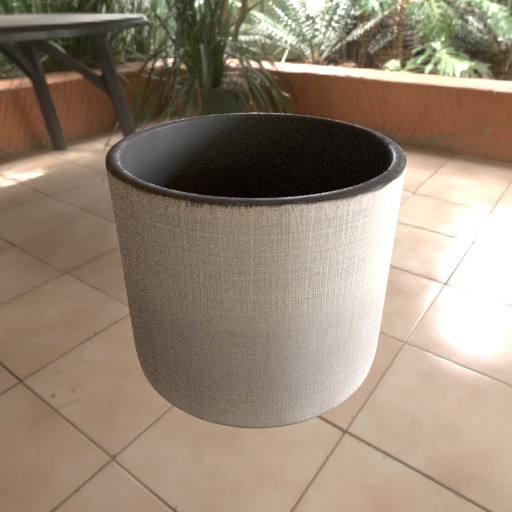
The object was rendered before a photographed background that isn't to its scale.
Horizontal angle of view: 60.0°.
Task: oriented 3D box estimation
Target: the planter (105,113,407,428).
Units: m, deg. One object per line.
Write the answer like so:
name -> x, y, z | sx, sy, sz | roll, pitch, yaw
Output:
planter -> 0.000, 0.000, 0.436 | 0.254, 0.221, 0.254 | 0, 30, 0
